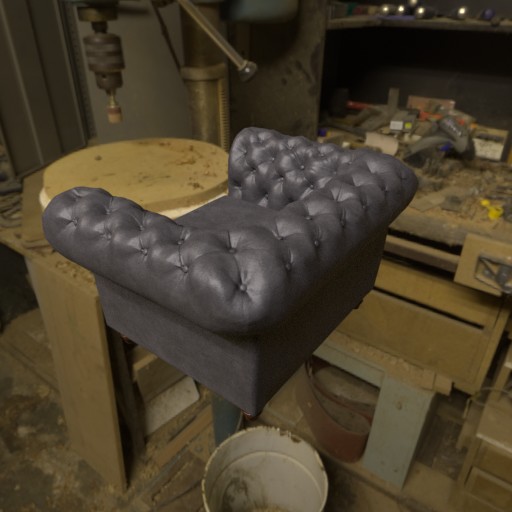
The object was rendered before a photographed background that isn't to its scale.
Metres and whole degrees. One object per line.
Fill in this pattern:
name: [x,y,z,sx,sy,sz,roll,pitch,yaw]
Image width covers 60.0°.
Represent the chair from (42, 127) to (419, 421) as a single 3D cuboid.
chair: [0.000,0.000,1.884,0.943,0.780,1.298,21,37,31]
